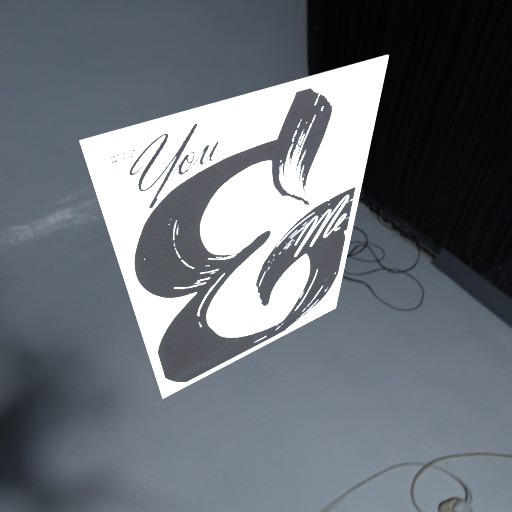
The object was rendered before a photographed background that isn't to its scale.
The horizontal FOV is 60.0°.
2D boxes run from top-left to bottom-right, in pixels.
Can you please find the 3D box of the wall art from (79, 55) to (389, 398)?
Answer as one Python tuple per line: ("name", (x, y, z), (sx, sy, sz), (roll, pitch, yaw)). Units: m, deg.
("wall art", (0.000, 0.000, 0.792), (0.457, 0.609, 0.003), (-23, 50, -21))
